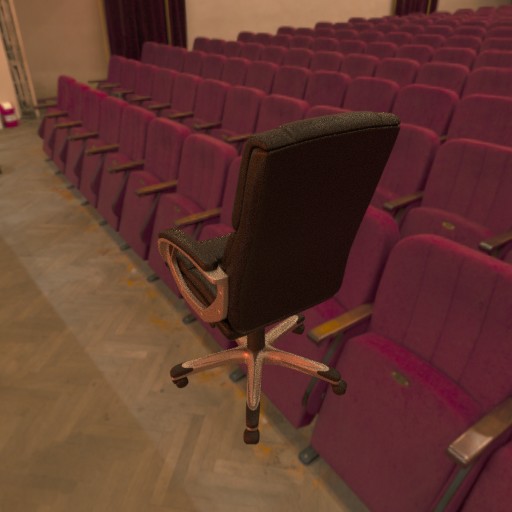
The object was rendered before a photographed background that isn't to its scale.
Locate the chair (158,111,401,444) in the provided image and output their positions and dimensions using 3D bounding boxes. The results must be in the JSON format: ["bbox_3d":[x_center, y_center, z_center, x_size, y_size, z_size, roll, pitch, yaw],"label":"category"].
[{"bbox_3d":[0.000,0.000,1.657,0.700,1.145,0.780,-18,35,-29],"label":"chair"}]
